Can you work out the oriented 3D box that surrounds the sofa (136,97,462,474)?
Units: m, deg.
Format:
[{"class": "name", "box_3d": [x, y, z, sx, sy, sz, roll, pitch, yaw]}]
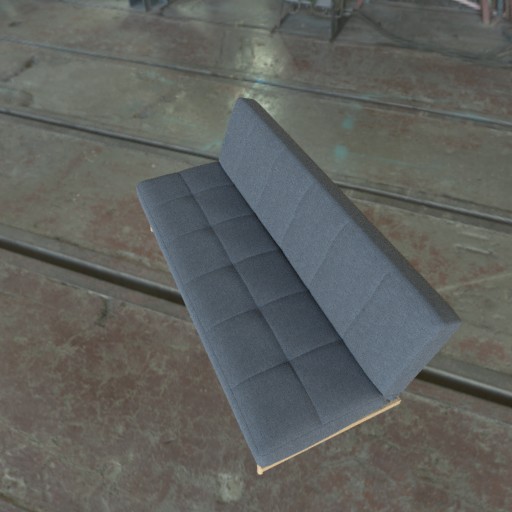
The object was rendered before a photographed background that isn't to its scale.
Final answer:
[{"class": "sofa", "box_3d": [0.000, 0.000, 2.266, 0.820, 0.770, 1.820, -19, 50, -17]}]
